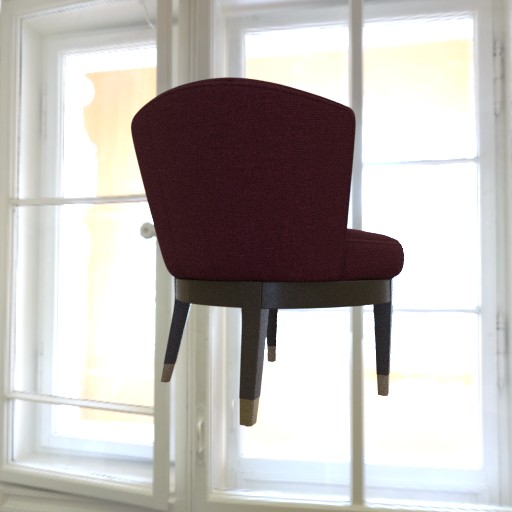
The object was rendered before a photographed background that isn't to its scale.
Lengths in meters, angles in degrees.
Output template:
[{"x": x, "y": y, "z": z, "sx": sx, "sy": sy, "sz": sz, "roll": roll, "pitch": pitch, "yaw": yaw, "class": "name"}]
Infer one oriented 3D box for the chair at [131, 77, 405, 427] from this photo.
[{"x": 0.000, "y": 0.000, "z": 1.271, "sx": 0.660, "sy": 0.760, "sz": 0.700, "roll": 1, "pitch": -1, "yaw": -35, "class": "chair"}]
